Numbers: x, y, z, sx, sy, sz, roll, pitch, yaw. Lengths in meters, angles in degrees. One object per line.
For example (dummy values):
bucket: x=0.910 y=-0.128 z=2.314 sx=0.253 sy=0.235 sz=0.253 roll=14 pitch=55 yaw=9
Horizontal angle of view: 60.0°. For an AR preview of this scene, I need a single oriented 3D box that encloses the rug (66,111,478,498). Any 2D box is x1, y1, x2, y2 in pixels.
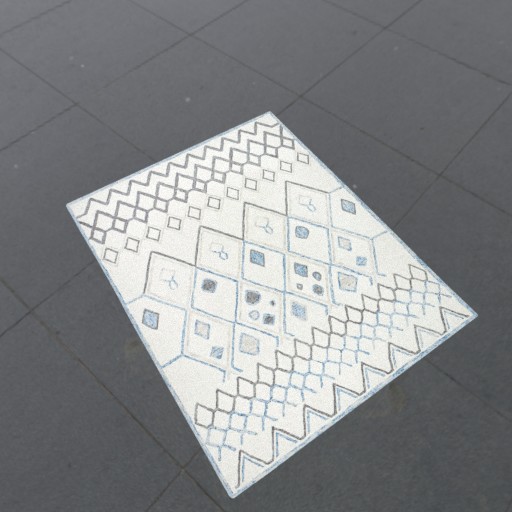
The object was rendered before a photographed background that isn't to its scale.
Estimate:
rug: x=0.000 y=0.000 z=4.025 sx=2.441 sy=0.013 sz=3.056 roll=-30 pitch=63 yaw=-17
